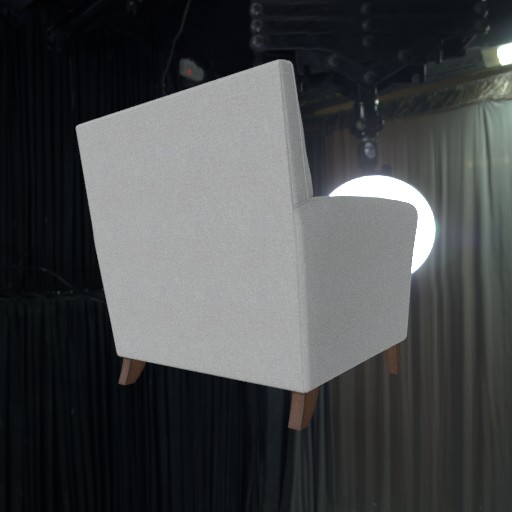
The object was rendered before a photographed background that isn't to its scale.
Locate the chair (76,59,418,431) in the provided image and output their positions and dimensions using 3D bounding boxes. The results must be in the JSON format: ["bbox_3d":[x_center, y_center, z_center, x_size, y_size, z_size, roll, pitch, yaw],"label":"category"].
[{"bbox_3d":[0.000,0.000,1.503,0.840,0.846,0.871,-1,-1,36],"label":"chair"}]
